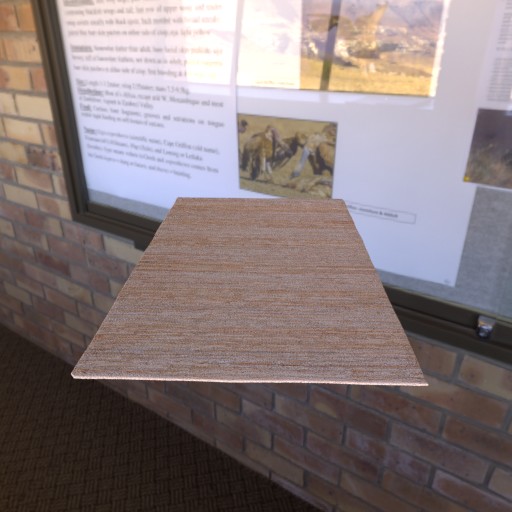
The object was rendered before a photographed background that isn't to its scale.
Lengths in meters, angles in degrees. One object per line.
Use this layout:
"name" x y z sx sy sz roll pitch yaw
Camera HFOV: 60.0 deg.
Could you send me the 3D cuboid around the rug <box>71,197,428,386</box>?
"rug" 0.000 0.000 2.972 1.529 0.009 2.446 1 26 2
